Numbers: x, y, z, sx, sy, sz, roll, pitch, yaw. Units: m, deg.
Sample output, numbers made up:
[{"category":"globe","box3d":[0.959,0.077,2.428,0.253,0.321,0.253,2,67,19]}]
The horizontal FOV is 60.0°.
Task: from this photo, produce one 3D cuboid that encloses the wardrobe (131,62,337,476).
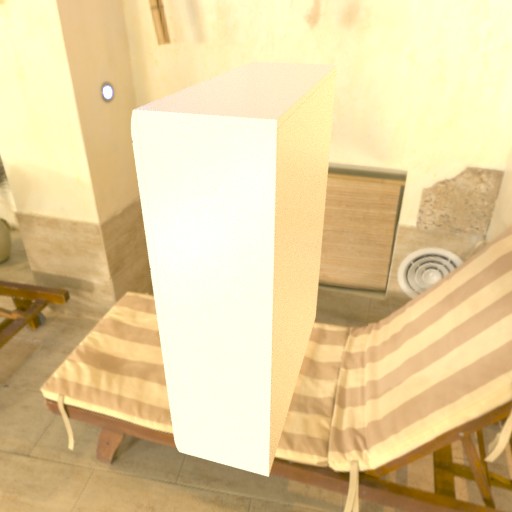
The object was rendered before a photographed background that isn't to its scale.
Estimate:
[{"category":"wardrobe","box3d":[0.000,0.000,1.618,0.360,1.200,0.900,9,31,14]}]
